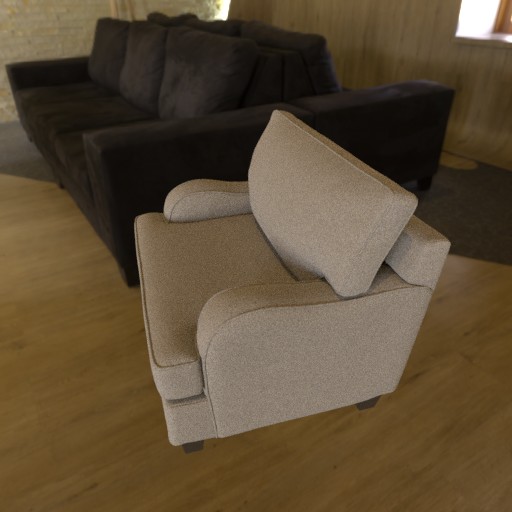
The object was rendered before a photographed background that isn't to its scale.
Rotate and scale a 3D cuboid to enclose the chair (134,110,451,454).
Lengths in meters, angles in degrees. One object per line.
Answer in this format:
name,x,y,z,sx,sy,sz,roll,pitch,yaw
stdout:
chair,0.000,0.000,2.007,1.040,1.016,1.220,-8,32,-14
